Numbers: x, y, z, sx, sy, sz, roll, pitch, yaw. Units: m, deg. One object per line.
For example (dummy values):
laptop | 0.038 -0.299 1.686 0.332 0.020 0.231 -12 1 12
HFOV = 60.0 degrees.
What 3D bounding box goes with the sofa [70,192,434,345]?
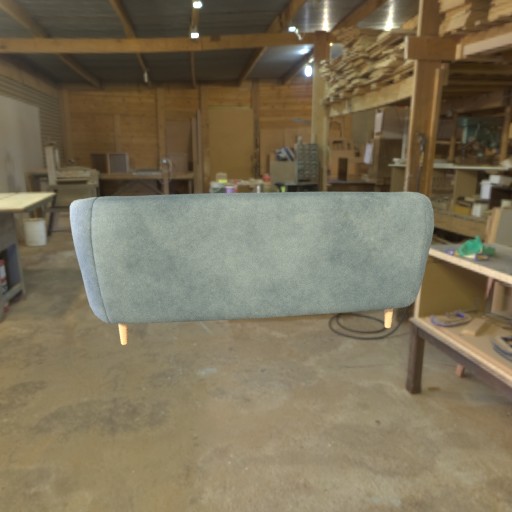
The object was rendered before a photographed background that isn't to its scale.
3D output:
sofa | 0.000 0.000 2.560 2.095 0.795 0.849 -2 14 -9
